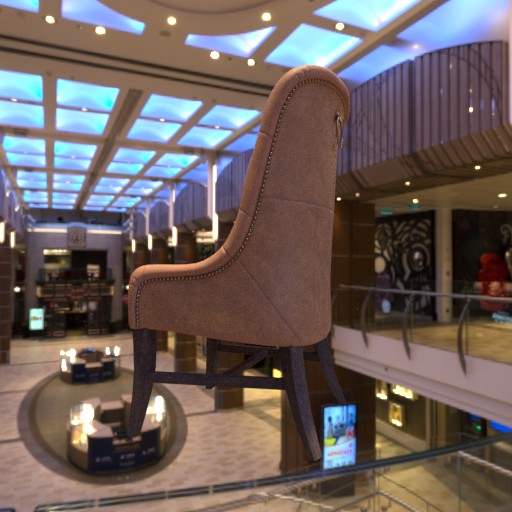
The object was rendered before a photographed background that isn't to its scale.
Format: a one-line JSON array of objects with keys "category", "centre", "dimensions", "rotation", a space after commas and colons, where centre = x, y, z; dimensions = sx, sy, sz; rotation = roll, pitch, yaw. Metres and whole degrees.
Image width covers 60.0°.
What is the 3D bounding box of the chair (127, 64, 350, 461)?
[{"category": "chair", "centre": [0.000, 0.000, 1.510], "dimensions": [0.629, 1.091, 0.634], "rotation": [0, -1, 19]}]
